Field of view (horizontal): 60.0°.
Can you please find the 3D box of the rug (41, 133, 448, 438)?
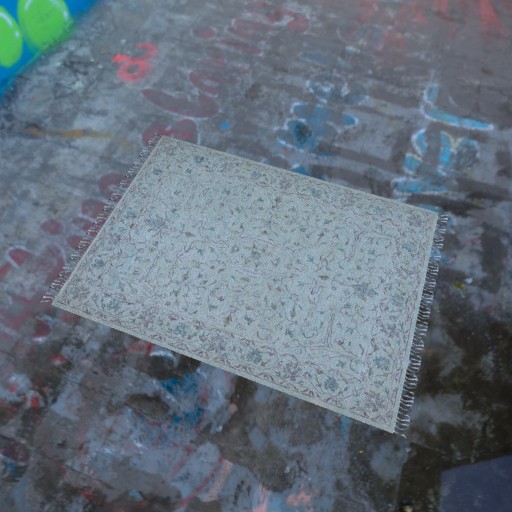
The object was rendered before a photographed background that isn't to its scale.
[{"bbox_3d":[0.000,0.000,2.304,1.802,0.008,1.247,18,61,10],"label":"rug"}]
